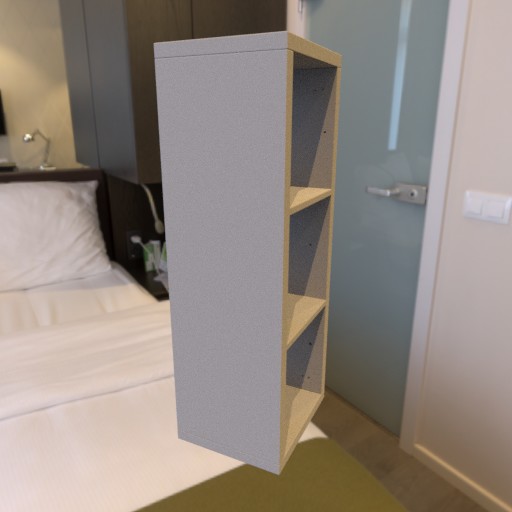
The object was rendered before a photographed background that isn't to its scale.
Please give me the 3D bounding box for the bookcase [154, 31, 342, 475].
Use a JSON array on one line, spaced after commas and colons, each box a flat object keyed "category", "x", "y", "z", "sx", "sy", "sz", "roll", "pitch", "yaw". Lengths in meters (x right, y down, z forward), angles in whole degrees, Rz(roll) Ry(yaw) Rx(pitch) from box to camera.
[{"category": "bookcase", "x": 0.000, "y": 0.000, "z": 1.268, "sx": 0.330, "sy": 1.080, "sz": 0.390, "roll": 8, "pitch": 19, "yaw": 25}]
